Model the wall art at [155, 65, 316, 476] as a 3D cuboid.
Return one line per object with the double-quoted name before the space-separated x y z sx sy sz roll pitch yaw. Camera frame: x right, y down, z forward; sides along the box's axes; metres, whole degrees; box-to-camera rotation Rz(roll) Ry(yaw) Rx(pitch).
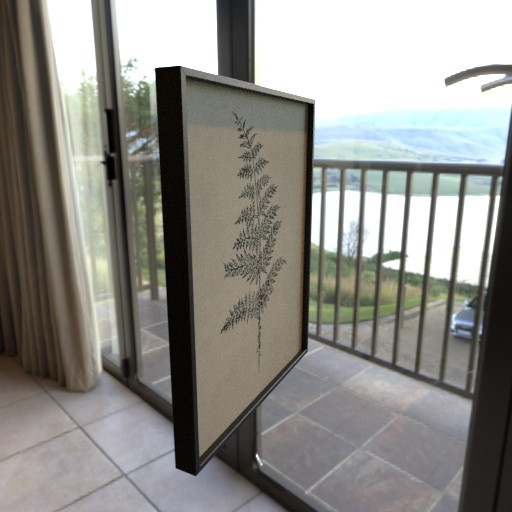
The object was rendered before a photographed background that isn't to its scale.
"wall art" 0.000 0.000 0.777 0.039 0.555 0.449 7 16 27
